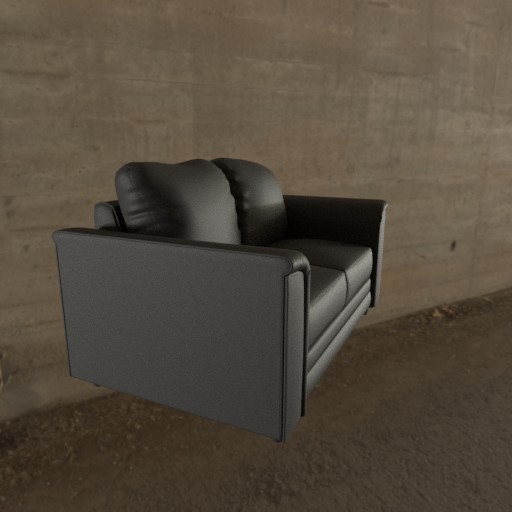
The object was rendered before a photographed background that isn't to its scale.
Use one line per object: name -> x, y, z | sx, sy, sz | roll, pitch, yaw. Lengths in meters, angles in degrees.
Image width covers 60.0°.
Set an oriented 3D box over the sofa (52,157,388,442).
sofa -> 0.000, 0.000, 1.969 | 0.887, 0.845, 1.386 | 7, 15, 25
